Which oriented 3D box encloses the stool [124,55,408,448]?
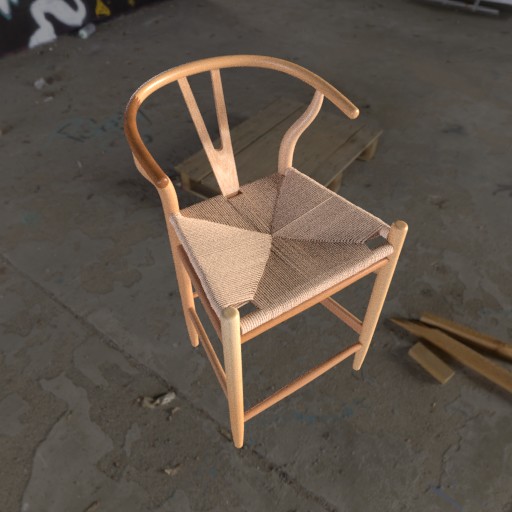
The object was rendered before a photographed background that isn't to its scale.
[{"bbox_3d":[0.000,0.000,1.277,0.536,0.923,0.575,-25,51,-23],"label":"stool"}]
